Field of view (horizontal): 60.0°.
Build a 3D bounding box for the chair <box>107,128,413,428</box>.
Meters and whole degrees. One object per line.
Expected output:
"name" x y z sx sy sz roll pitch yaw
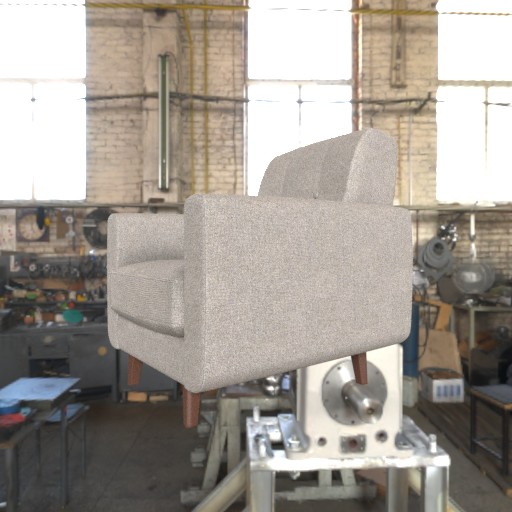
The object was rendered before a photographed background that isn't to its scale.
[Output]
"chair" 0.000 0.000 1.699 0.942 0.968 0.845 0 1 -35
